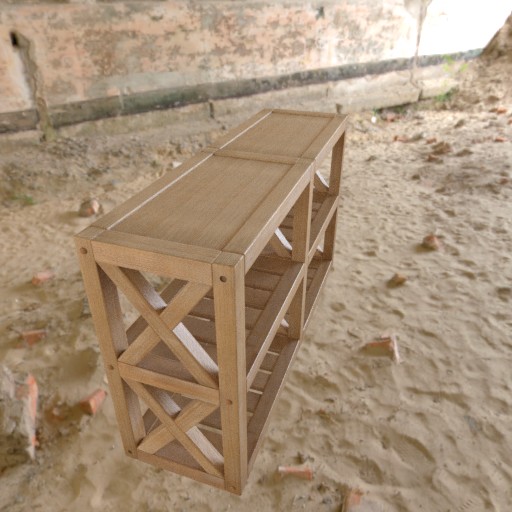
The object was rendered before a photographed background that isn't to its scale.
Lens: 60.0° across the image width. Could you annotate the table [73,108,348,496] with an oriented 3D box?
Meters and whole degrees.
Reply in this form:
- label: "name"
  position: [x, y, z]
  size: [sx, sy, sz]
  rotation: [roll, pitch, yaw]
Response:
- label: "table"
  position: [0.000, 0.000, 1.631]
  size: [0.381, 0.762, 1.320]
  rotation: [10, 32, 17]
